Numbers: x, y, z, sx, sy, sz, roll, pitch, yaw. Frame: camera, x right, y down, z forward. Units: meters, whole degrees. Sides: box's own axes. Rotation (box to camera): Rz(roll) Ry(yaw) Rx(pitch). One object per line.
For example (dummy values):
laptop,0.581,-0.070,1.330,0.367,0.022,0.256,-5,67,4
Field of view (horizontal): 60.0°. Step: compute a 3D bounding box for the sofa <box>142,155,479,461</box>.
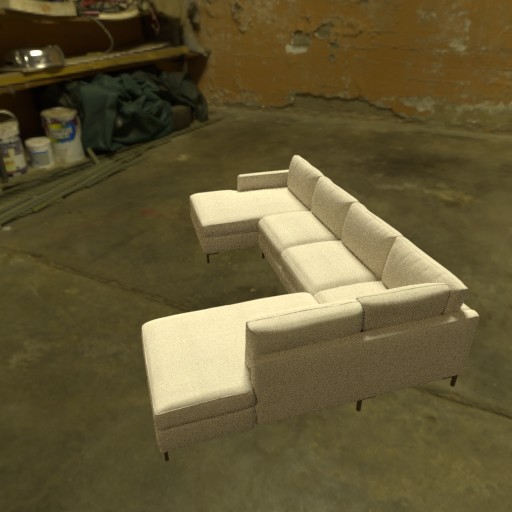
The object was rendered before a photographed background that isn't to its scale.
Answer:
sofa,0.000,0.000,3.487,1.879,0.756,2.737,-9,31,-15
